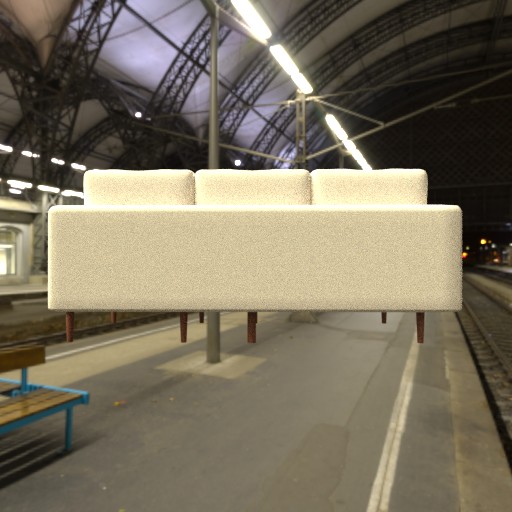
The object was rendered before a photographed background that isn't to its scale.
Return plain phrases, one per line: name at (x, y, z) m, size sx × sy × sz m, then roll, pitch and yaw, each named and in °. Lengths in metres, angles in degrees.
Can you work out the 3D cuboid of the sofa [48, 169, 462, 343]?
sofa at (0.000, 0.000, 2.923) m, size 2.029 × 0.899 × 1.580 m, roll 0°, pitch 0°, yaw 1°
